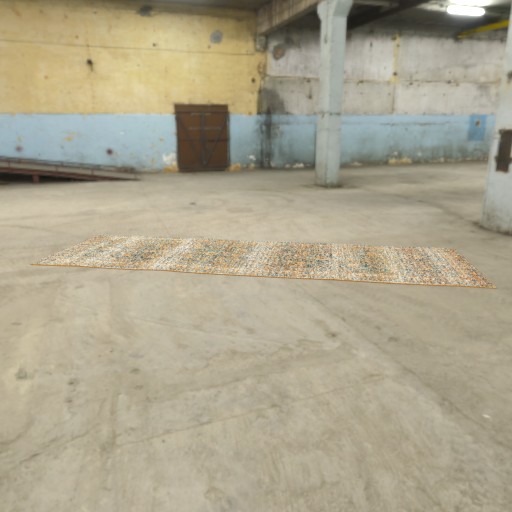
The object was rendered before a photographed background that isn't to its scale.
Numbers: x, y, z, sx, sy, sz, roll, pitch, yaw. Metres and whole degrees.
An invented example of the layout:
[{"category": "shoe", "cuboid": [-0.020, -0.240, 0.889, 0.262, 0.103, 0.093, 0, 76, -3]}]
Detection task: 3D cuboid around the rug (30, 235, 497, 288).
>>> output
[{"category": "rug", "cuboid": [0.000, 0.000, 2.482, 2.294, 0.014, 0.704, 3, 16, 9]}]
